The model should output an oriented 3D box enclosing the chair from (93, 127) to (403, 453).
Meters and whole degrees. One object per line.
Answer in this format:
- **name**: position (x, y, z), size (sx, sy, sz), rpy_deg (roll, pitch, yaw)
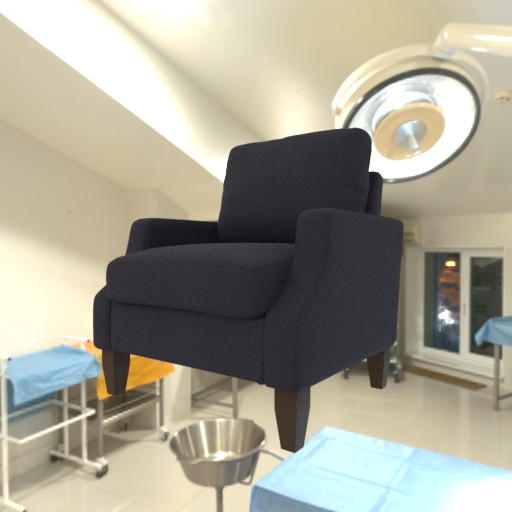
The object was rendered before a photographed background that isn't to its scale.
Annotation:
- **chair**: position (0.000, 0.000, 1.660), size (0.855, 0.991, 0.897), rpy_deg (1, 2, 36)
